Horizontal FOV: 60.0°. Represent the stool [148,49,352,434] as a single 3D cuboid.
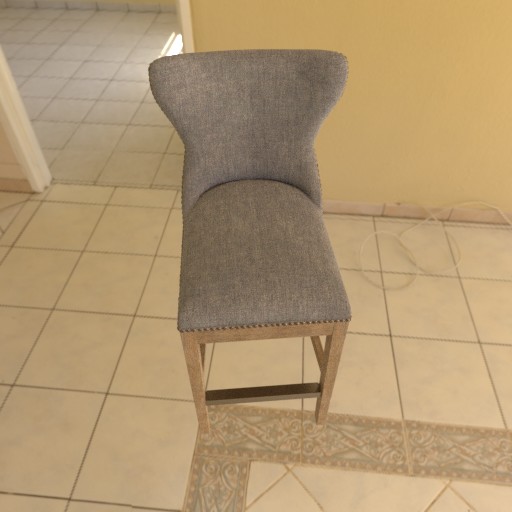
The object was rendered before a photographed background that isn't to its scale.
[{"bbox_3d":[0.000,0.000,1.286,0.498,0.981,0.608,-3,46,-3],"label":"stool"}]
